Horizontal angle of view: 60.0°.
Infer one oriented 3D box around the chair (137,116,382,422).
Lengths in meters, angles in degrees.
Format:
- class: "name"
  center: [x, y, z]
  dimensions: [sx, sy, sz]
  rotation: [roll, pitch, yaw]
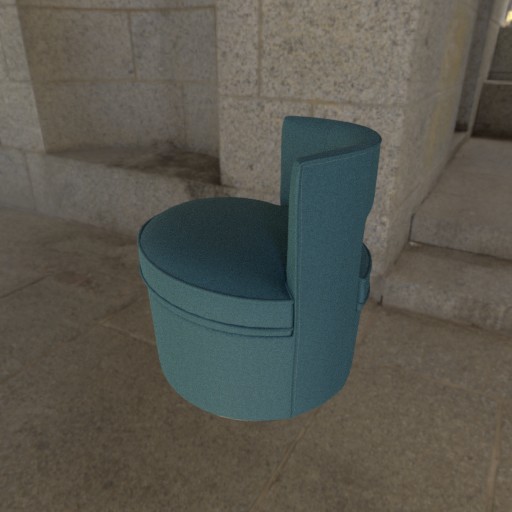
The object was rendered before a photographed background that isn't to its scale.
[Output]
- class: "chair"
  center: [0.000, 0.000, 1.288]
  dimensions: [0.660, 0.711, 0.684]
  rotation: [1, 25, 1]
